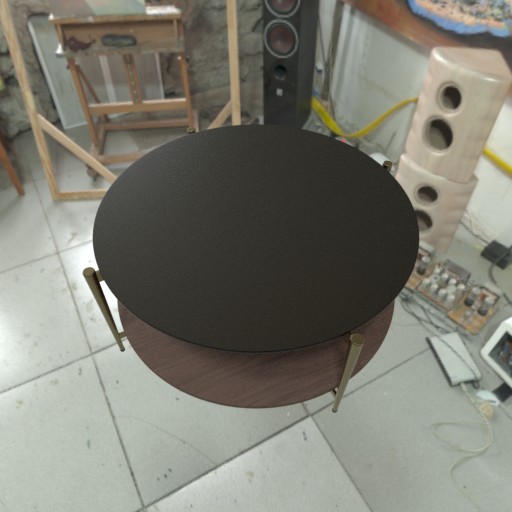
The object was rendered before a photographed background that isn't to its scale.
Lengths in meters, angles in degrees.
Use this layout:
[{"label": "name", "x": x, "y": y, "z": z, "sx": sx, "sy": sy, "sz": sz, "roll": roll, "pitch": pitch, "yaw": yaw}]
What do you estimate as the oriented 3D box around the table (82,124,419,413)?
[{"label": "table", "x": 0.000, "y": 0.000, "z": 1.457, "sx": 0.938, "sy": 0.400, "sz": 0.938, "roll": 25, "pitch": 53, "yaw": 21}]
